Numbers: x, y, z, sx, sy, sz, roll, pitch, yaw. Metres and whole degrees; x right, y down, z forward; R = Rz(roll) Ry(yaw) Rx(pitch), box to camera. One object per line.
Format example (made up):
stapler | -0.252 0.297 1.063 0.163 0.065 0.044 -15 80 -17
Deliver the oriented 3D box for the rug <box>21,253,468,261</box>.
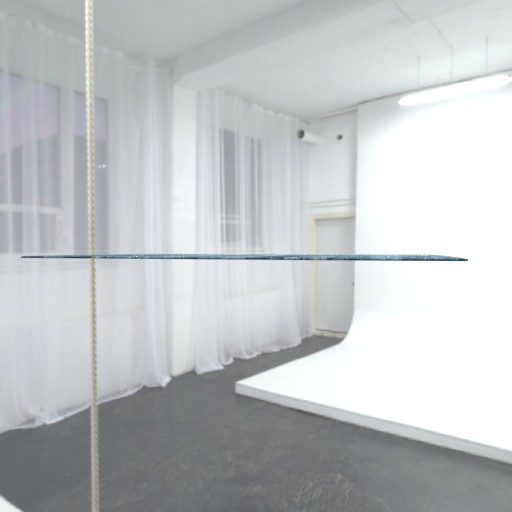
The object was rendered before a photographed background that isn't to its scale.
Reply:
rug | 0.000 0.000 2.282 1.836 0.009 1.232 0 1 18
